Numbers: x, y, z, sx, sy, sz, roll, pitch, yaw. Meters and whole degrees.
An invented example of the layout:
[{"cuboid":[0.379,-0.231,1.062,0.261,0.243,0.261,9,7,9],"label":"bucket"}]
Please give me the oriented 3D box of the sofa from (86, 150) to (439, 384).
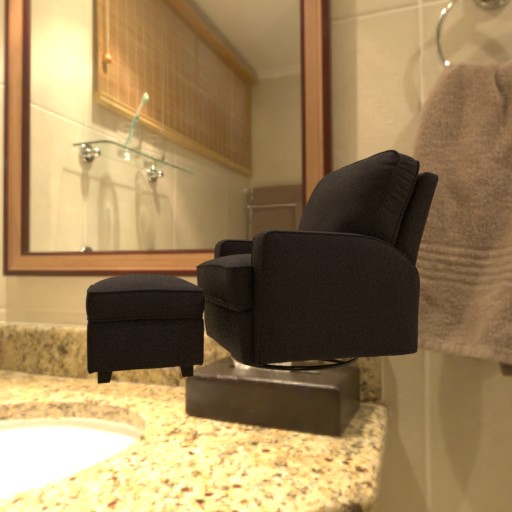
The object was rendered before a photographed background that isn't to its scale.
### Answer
[{"cuboid":[0.000,0.000,2.081,1.472,0.959,0.861,0,-1,-18],"label":"sofa"}]
